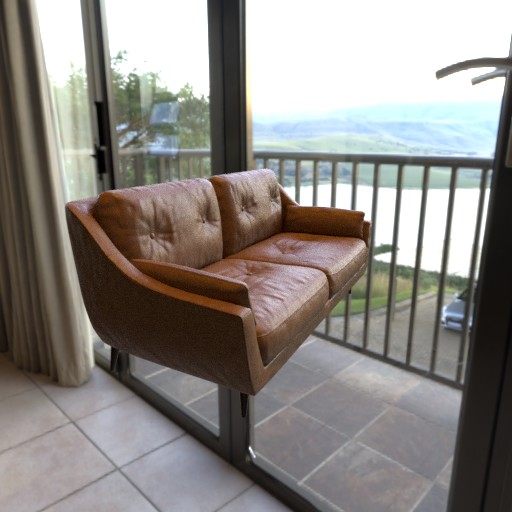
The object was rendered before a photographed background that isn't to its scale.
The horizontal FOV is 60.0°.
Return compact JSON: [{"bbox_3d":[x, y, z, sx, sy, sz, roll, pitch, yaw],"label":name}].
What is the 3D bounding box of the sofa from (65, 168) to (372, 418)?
[{"bbox_3d":[0.000,0.000,2.437,0.904,0.839,1.902,7,17,25],"label":"sofa"}]
